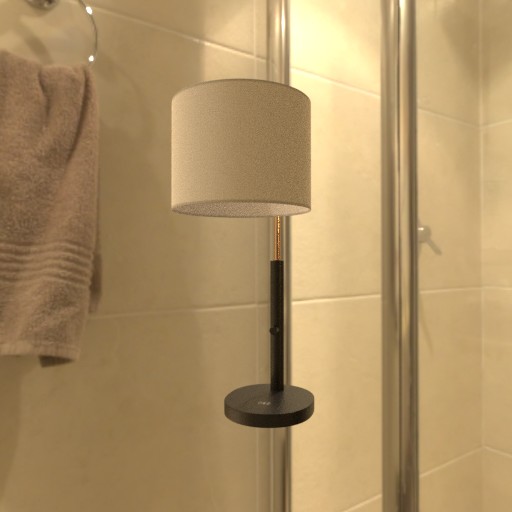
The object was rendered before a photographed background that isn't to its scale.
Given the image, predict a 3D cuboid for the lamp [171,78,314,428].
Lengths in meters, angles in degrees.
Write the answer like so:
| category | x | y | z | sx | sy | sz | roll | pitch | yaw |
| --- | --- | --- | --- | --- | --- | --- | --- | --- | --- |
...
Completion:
| category | x | y | z | sx | sy | sz | roll | pitch | yaw |
| --- | --- | --- | --- | --- | --- | --- | --- | --- | --- |
| lamp | 0.000 | 0.000 | 0.706 | 0.199 | 0.540 | 0.337 | 0 | -1 | 17 |
